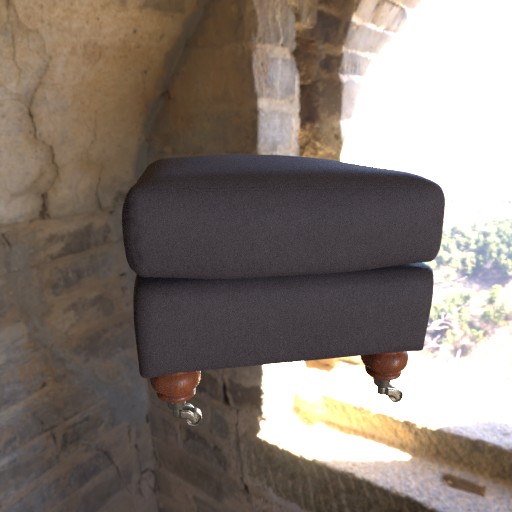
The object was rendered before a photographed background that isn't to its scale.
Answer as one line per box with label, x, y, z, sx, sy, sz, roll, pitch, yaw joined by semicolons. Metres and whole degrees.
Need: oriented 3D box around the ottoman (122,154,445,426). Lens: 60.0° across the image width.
ottoman;0.000;0.000;1.127;0.574;0.497;0.773;-3;15;-10
